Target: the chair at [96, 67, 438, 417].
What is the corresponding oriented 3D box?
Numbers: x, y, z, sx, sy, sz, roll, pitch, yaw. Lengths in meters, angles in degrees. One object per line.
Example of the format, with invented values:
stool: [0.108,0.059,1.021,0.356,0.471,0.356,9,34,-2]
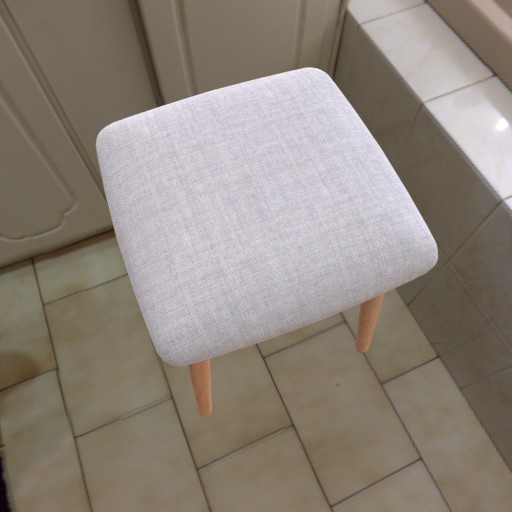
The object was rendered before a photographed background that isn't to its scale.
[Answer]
chair: [0.000,0.000,0.705,0.350,0.440,0.350,-19,66,-9]
